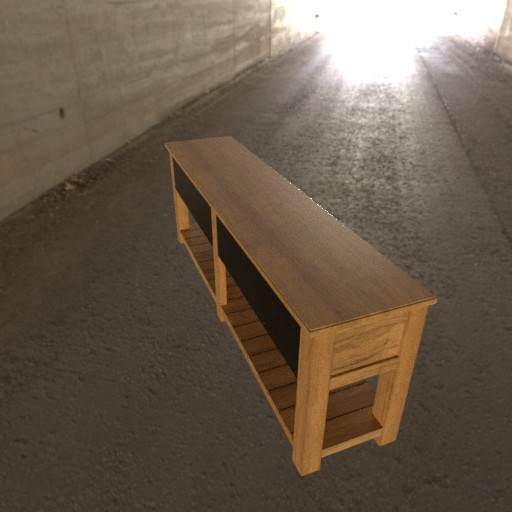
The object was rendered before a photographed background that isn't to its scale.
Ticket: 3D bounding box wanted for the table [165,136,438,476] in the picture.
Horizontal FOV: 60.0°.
[{"bbox_3d":[0.000,0.000,2.083,0.425,0.635,1.815,-11,32,-19],"label":"table"}]
